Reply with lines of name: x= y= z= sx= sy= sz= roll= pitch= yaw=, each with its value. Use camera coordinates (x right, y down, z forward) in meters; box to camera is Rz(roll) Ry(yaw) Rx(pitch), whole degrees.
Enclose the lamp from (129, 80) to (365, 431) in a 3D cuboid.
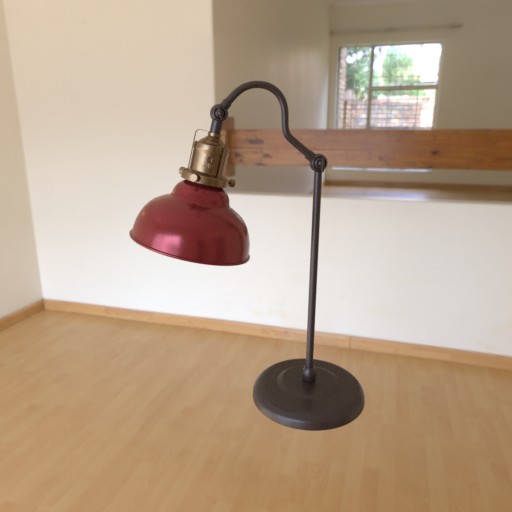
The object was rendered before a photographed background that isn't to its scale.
lamp: x=0.000 y=0.000 z=0.687 sx=0.374 sy=0.508 sz=0.192 roll=-2 pitch=16 yaw=-8
